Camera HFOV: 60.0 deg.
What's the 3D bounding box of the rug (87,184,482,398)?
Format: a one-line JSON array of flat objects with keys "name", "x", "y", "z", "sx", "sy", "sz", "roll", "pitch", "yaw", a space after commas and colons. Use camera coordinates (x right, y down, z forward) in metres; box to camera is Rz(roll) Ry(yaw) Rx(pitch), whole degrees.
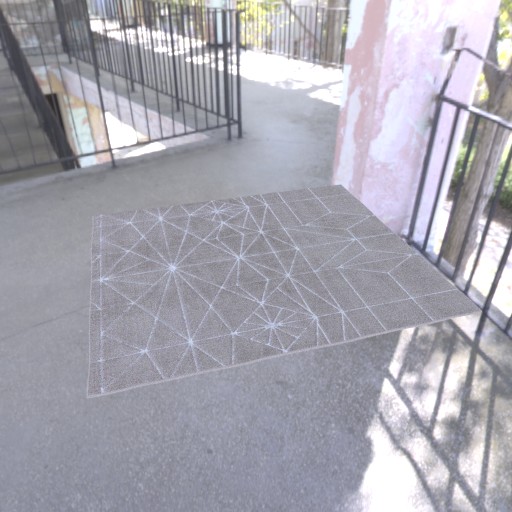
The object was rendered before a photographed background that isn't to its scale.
[{"name": "rug", "x": 0.000, "y": 0.000, "z": 0.893, "sx": 0.639, "sy": 0.006, "sz": 0.548, "roll": -9, "pitch": 34, "yaw": -14}]
